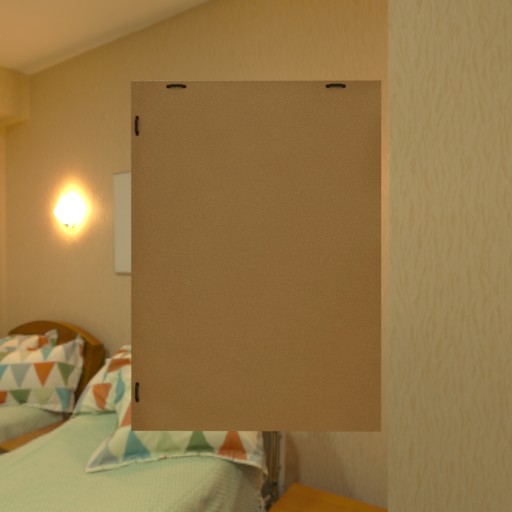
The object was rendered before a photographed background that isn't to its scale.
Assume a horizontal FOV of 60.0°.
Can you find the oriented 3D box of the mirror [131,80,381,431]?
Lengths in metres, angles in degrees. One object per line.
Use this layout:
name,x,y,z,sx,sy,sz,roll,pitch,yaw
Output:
mirror,0.000,0.000,0.912,0.507,0.710,0.039,0,0,0
